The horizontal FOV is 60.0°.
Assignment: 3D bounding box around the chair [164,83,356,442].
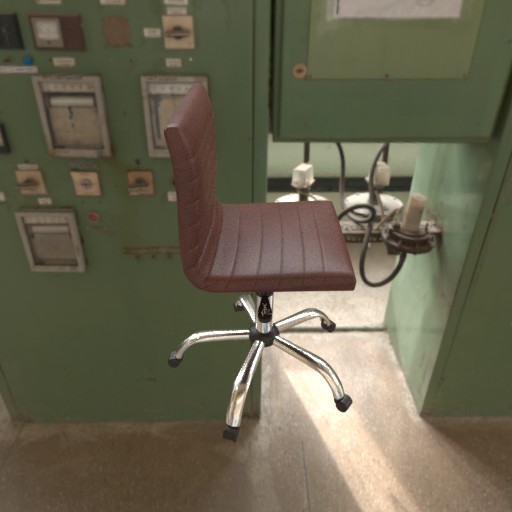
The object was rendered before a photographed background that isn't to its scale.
[{"bbox_3d":[0.000,0.000,1.140,0.530,0.780,0.556,0,32,1],"label":"chair"}]
